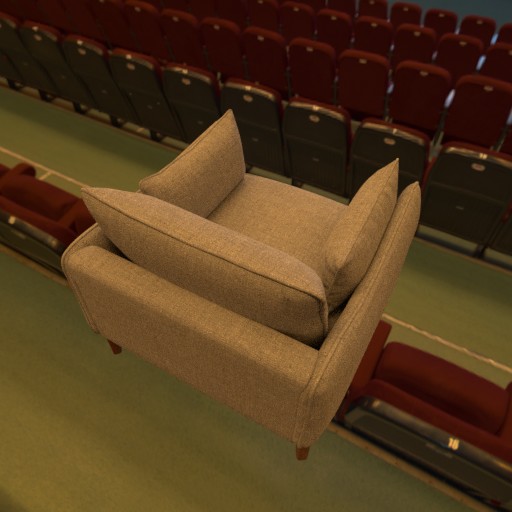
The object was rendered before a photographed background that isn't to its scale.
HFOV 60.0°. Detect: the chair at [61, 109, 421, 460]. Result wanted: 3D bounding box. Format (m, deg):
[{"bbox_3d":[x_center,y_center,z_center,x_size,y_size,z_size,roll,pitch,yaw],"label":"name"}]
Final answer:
[{"bbox_3d":[0.000,0.000,1.673,0.993,0.839,0.976,23,51,20],"label":"chair"}]
